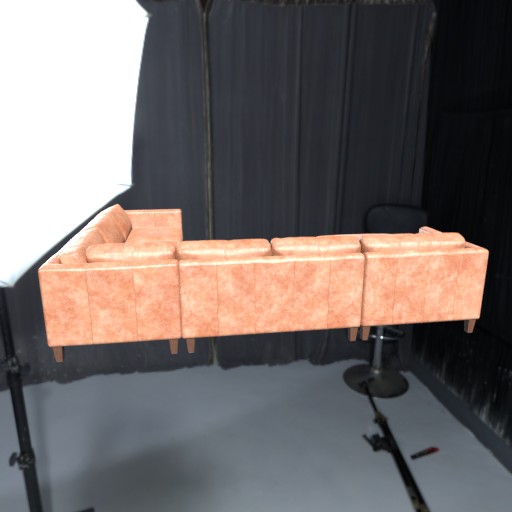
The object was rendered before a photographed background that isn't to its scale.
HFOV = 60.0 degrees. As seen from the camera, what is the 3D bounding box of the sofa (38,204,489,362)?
[{"bbox_3d":[0.000,0.000,4.508,3.401,0.832,2.430,-2,15,-8],"label":"sofa"}]
